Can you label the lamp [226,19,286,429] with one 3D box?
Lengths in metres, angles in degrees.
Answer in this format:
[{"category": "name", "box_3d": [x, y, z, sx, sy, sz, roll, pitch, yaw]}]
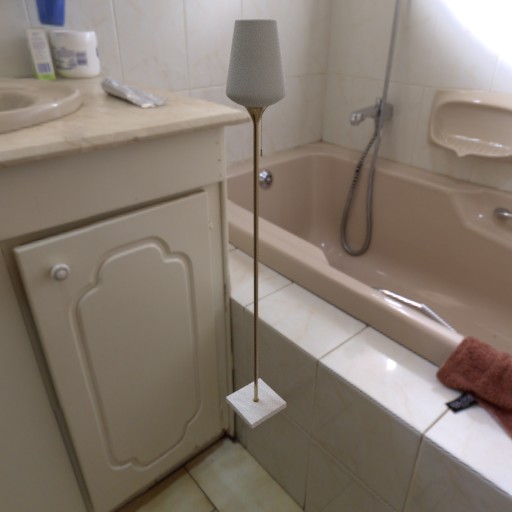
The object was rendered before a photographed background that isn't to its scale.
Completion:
[{"category": "lamp", "box_3d": [0.000, 0.000, 1.928, 0.232, 1.813, 0.229, -21, 35, -32]}]
